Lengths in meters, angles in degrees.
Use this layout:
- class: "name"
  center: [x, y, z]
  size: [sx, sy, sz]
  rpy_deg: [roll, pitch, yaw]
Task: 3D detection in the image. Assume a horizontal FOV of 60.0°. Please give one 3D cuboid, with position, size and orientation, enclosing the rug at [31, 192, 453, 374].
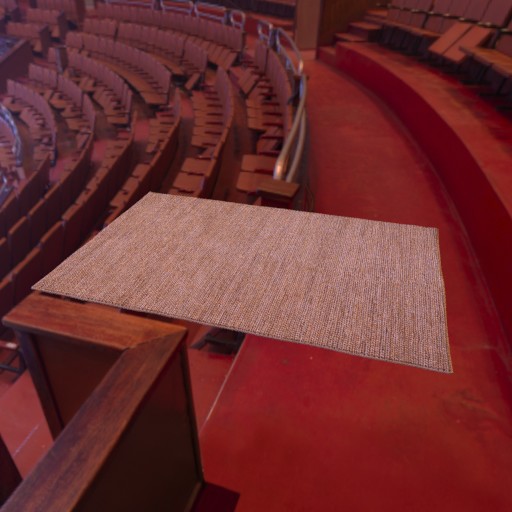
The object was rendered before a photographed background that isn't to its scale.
- class: "rug"
  center: [0.000, 0.000, 3.045]
  size: [2.438, 0.034, 1.521]
  rpy_deg: [9, 33, 14]
